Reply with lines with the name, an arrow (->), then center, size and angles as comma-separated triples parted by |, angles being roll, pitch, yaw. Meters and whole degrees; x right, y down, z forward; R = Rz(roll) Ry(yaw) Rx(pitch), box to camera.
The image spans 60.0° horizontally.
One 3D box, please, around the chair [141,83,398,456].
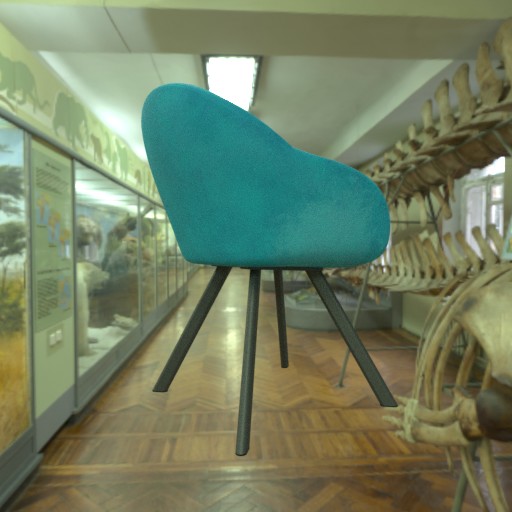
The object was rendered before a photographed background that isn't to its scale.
chair -> 0.000, 0.000, 1.202 | 0.590, 0.795, 0.550 | -1, 2, -34
